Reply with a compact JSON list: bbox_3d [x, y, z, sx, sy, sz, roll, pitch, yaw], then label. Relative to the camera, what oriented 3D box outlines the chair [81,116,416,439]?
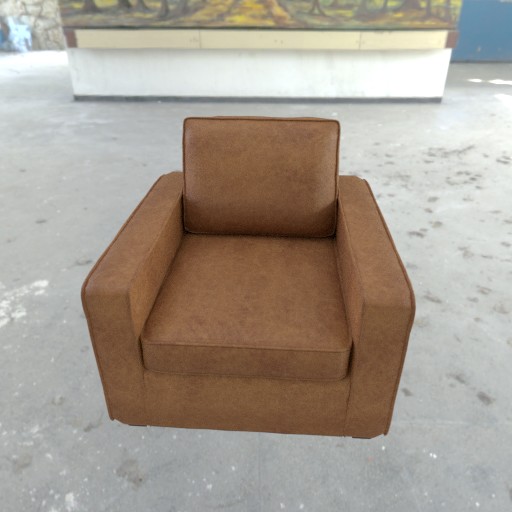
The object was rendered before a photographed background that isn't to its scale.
[{"bbox_3d":[0.000,0.000,1.697,0.987,0.901,1.027,0,30,1],"label":"chair"}]
